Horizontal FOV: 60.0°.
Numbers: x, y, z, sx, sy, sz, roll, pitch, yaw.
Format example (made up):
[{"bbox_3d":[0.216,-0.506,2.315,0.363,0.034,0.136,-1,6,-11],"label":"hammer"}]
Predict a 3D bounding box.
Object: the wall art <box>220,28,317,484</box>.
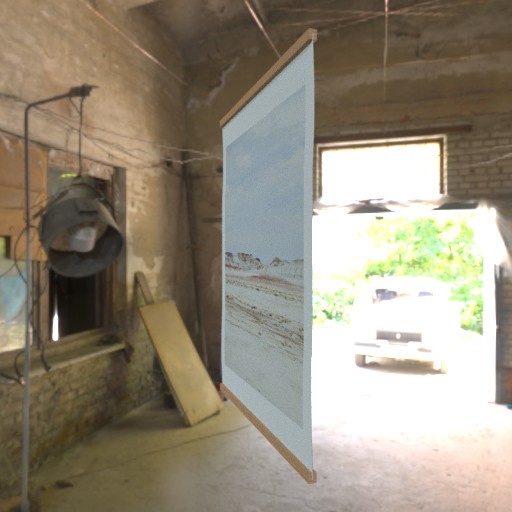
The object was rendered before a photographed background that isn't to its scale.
[{"bbox_3d":[0.000,0.000,1.338,0.020,1.016,0.739,0,0,-20],"label":"wall art"}]
